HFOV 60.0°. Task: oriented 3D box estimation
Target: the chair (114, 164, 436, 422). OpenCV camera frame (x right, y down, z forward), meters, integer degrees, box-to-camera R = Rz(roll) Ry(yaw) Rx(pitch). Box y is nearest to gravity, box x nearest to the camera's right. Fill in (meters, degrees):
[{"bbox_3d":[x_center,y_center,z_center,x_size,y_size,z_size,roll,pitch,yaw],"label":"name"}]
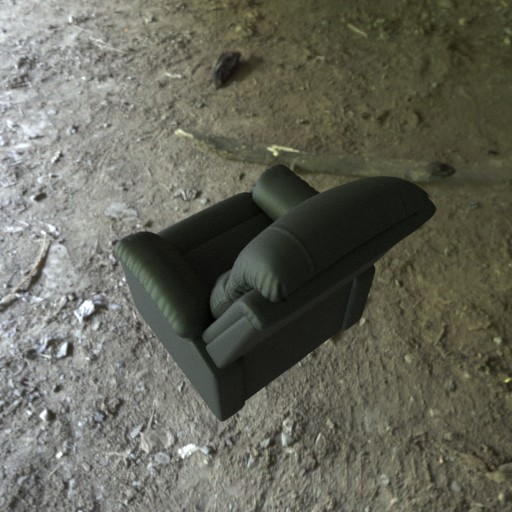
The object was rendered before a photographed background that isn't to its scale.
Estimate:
[{"bbox_3d":[0.000,0.000,1.699,0.855,0.992,0.919,-30,54,-25],"label":"chair"}]
